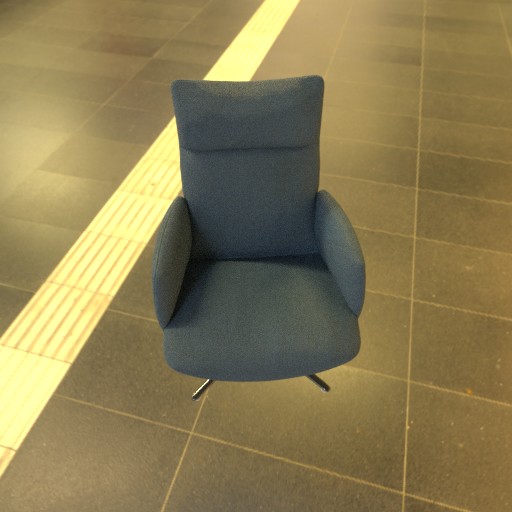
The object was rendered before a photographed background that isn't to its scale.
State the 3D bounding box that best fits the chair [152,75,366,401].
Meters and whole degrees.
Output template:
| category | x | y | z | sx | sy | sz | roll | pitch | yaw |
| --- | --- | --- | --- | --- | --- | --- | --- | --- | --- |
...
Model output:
| category | x | y | z | sx | sy | sz | roll | pitch | yaw |
| --- | --- | --- | --- | --- | --- | --- | --- | --- | --- |
| chair | 0.000 | 0.000 | 1.654 | 0.711 | 1.016 | 0.889 | -3 | 47 | -3 |
